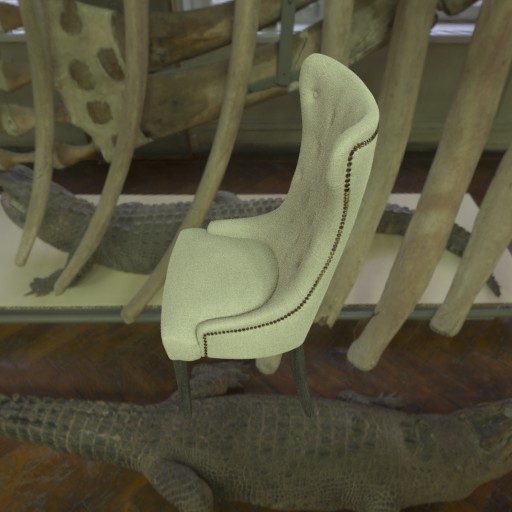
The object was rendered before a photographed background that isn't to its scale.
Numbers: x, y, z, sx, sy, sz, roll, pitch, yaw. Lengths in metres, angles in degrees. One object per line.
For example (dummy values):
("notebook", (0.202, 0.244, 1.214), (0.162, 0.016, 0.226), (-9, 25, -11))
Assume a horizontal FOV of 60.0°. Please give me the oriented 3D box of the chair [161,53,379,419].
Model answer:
("chair", (0.000, 0.000, 1.402), (0.590, 1.065, 0.584), (-1, 41, -1))
